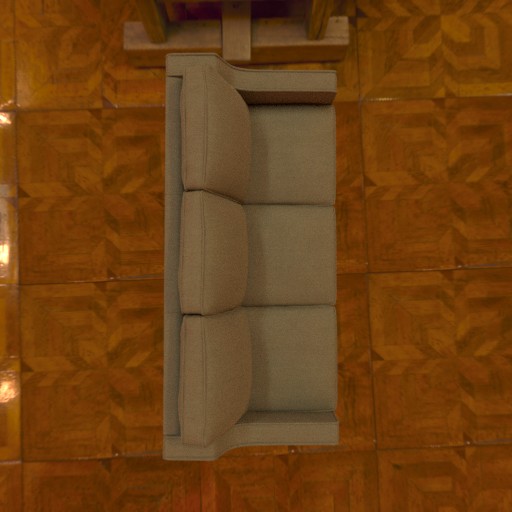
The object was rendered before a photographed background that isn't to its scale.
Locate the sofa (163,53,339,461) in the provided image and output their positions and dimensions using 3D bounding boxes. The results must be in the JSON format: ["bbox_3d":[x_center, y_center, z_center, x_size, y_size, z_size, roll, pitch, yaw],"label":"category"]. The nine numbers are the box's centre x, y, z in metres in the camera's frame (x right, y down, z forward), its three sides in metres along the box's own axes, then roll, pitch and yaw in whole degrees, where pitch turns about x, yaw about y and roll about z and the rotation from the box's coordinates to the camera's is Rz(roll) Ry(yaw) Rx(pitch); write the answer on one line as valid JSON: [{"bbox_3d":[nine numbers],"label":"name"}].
[{"bbox_3d":[0.000,0.000,2.500,0.911,0.974,1.986,0,88,0],"label":"sofa"}]
